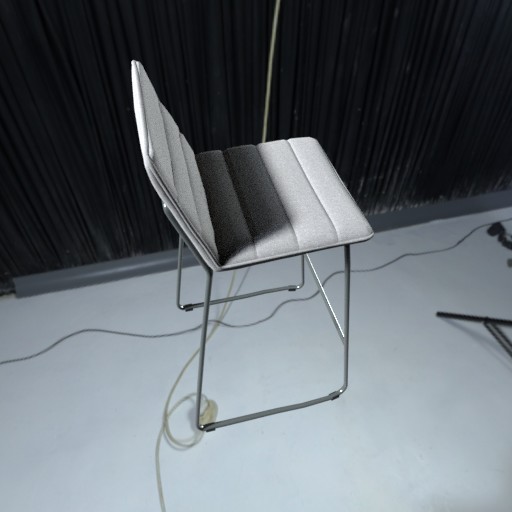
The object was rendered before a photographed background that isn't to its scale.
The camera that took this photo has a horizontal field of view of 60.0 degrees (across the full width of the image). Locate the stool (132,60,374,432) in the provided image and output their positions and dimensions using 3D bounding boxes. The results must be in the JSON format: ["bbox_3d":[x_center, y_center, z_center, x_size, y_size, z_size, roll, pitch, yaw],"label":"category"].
[{"bbox_3d":[0.000,0.000,1.200,0.490,0.960,0.490,-10,48,-9],"label":"stool"}]
